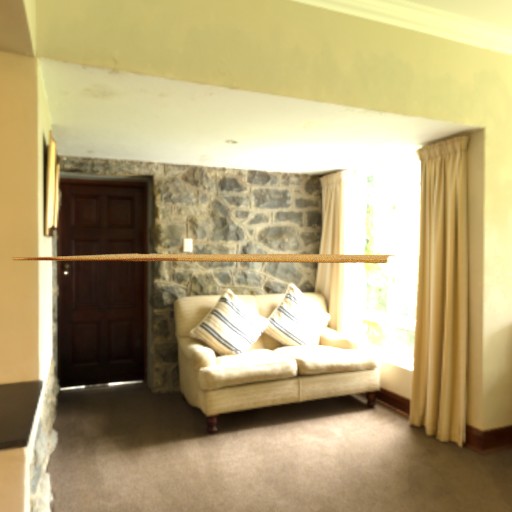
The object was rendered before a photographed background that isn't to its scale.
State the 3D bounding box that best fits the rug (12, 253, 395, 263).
[{"bbox_3d":[0.000,0.000,4.116,2.434,0.045,3.202,0,1,18],"label":"rug"}]
